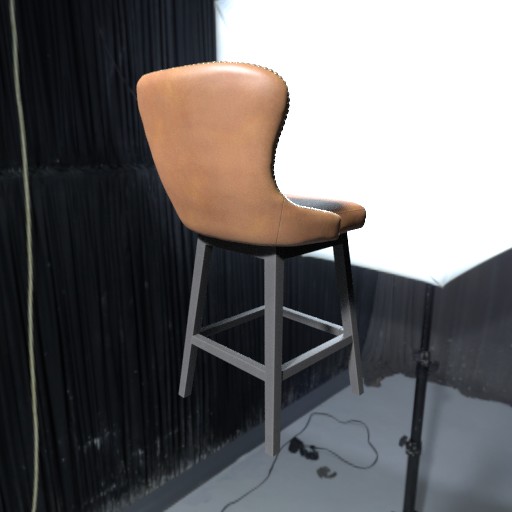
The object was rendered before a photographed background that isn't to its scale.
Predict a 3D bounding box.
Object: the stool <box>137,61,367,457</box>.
[{"bbox_3d":[0.000,0.000,1.303,0.593,0.971,0.528,-14,20,-43],"label":"stool"}]
